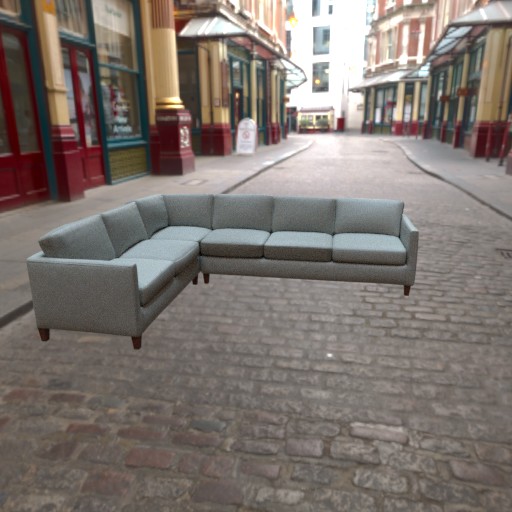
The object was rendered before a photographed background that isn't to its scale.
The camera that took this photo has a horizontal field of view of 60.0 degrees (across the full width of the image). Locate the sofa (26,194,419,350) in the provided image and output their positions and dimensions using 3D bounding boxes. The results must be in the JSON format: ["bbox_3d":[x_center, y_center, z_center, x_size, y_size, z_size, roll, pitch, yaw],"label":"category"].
[{"bbox_3d":[0.000,0.000,4.495,3.301,0.947,2.592,3,16,9],"label":"sofa"}]
